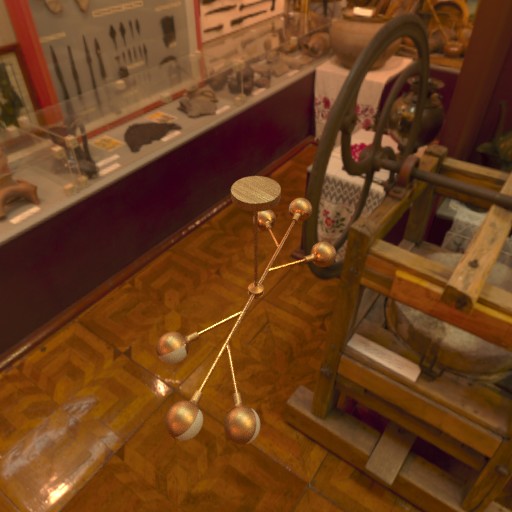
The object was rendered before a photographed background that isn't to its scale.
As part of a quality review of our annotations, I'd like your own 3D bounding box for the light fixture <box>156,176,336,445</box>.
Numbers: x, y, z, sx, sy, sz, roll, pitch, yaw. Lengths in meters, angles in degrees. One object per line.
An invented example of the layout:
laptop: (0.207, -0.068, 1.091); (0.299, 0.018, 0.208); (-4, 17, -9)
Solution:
light fixture: (0.000, 0.000, 1.018); (0.434, 0.362, 0.778); (27, 48, 27)
